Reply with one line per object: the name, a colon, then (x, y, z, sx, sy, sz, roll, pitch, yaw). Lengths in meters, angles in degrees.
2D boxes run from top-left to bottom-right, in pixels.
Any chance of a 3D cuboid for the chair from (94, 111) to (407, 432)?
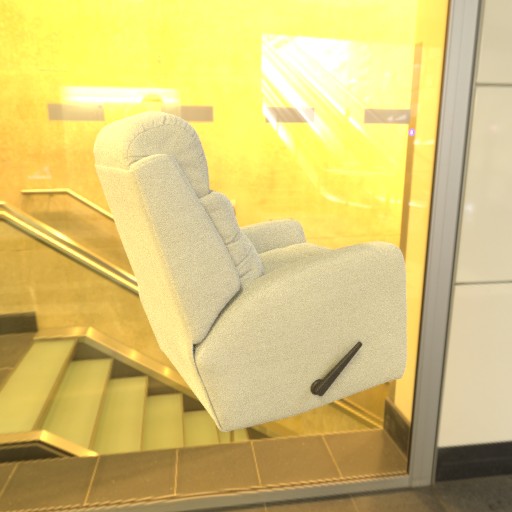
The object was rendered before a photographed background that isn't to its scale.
chair: (0.000, 0.000, 1.693, 1.043, 1.013, 0.798, -7, 15, -27)
